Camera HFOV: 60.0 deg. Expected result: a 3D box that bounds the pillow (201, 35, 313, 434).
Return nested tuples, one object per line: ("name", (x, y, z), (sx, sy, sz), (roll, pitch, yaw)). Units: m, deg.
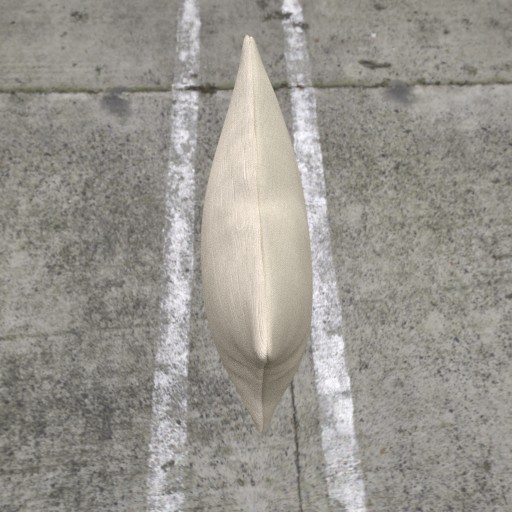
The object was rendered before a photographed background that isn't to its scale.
("pillow", (0.000, 0.000, 0.650), (0.162, 0.420, 0.437), (-2, 59, -1))
